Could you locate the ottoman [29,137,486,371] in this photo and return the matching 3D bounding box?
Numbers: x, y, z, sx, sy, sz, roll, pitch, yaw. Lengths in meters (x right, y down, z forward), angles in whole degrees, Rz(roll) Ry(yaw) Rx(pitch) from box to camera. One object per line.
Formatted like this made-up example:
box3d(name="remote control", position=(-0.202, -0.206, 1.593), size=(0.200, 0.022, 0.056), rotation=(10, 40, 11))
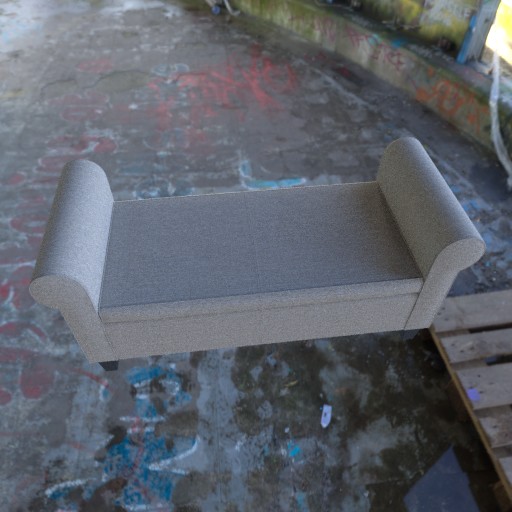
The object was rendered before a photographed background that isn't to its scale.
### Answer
box3d(name="ottoman", position=(0.000, 0.000, 1.533), size=(1.256, 0.547, 0.521), rotation=(-5, 48, -5))
